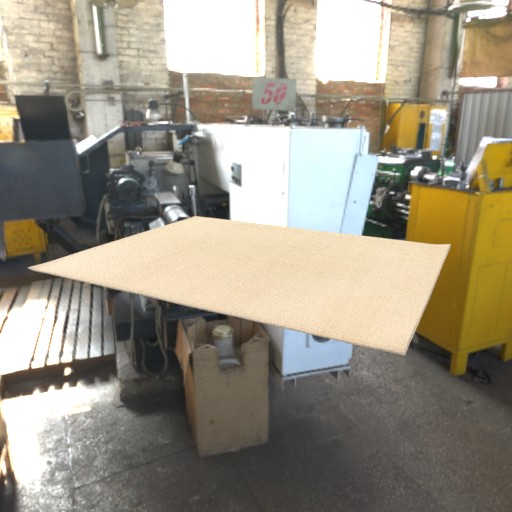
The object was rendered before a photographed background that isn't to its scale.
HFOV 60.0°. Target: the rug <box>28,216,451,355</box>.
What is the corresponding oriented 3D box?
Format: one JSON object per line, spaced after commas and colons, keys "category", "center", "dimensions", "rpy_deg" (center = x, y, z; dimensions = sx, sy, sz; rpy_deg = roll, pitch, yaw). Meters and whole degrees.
{"category": "rug", "center": [0.000, 0.000, 3.813], "dimensions": [2.897, 0.035, 2.277], "rpy_deg": [9, 19, 27]}
